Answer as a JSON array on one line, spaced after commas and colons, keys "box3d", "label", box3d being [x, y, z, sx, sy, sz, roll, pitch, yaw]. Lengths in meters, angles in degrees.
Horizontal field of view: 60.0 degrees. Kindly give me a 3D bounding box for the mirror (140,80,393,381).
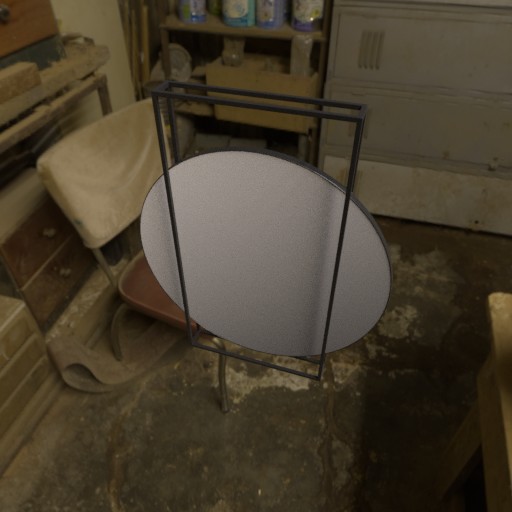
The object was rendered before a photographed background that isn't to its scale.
[{"box3d": [0.000, 0.000, 0.838, 0.508, 0.603, 0.051, 12, 42, 14], "label": "mirror"}]
